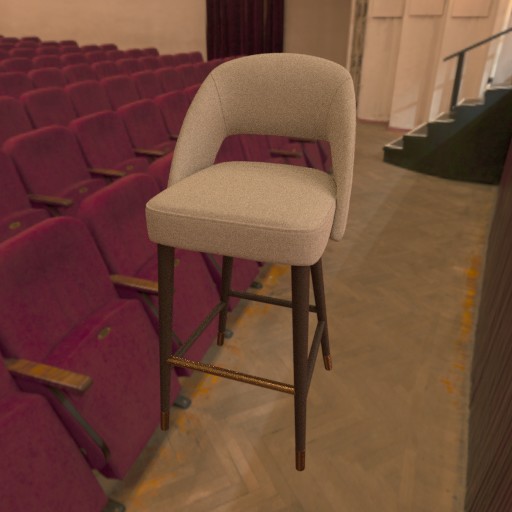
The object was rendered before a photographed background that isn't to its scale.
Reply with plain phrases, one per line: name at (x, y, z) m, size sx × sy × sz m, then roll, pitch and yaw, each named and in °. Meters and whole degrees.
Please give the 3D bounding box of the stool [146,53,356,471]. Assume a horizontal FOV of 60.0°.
stool at (0.000, 0.000, 1.272) m, size 0.494 × 1.037 × 0.509 m, roll 9°, pitch 29°, yaw 17°
